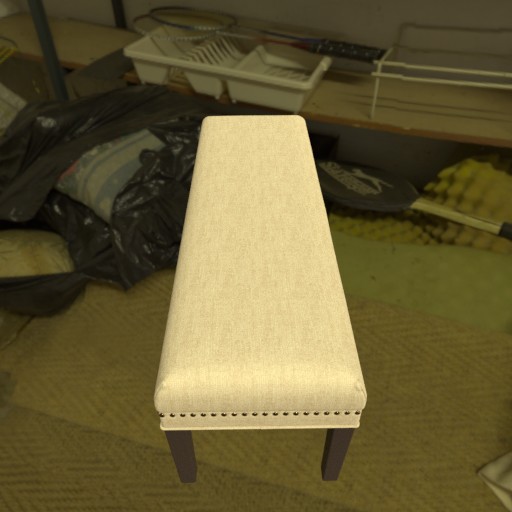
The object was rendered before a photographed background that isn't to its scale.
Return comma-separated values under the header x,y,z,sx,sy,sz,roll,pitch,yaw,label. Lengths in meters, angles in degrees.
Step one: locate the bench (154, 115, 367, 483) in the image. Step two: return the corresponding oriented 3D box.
x,y,z,sx,sy,sz,roll,pitch,yaw,label
0.000,0.000,1.405,0.410,0.457,1.219,-1,41,-1,bench
